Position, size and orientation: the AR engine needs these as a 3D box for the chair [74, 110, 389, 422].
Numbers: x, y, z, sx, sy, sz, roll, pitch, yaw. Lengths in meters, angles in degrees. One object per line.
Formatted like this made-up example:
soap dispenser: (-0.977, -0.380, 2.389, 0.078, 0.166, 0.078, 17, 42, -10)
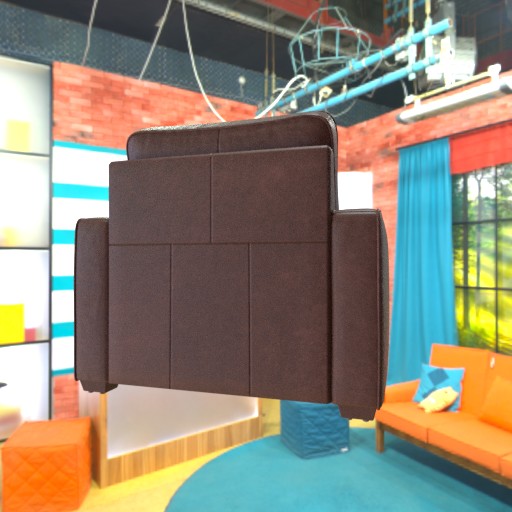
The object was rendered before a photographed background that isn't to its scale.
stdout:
chair: (0.000, 0.000, 1.767, 1.017, 0.919, 0.940, 0, 0, 17)
